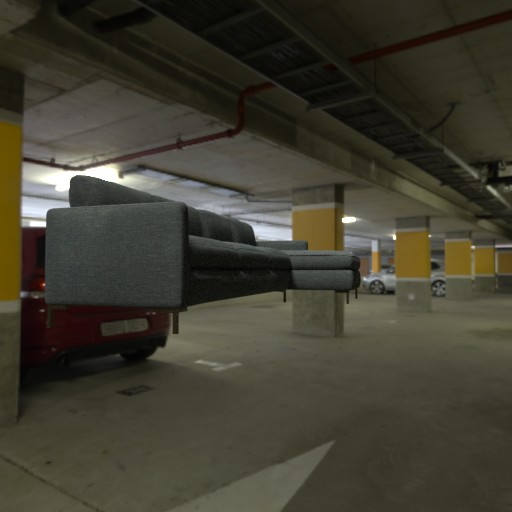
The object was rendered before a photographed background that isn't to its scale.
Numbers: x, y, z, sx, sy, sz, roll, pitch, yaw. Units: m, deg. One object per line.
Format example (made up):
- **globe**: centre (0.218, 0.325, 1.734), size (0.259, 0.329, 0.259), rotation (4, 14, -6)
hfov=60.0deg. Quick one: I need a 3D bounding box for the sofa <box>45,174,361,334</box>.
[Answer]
- **sofa**: centre (0.000, 0.000, 3.431), size (1.350, 0.810, 2.932), rotation (-1, -2, 18)
